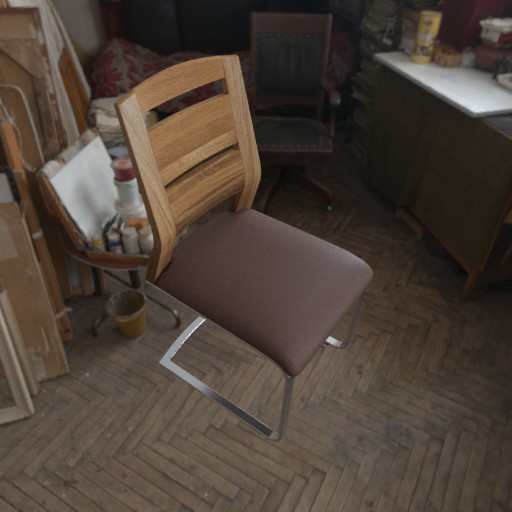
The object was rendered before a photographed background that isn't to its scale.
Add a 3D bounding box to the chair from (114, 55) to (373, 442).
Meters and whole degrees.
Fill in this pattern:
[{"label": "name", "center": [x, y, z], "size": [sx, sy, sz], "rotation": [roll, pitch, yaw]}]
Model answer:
[{"label": "chair", "center": [0.000, 0.000, 1.278], "size": [0.570, 0.970, 0.460], "rotation": [25, 47, 27]}]
